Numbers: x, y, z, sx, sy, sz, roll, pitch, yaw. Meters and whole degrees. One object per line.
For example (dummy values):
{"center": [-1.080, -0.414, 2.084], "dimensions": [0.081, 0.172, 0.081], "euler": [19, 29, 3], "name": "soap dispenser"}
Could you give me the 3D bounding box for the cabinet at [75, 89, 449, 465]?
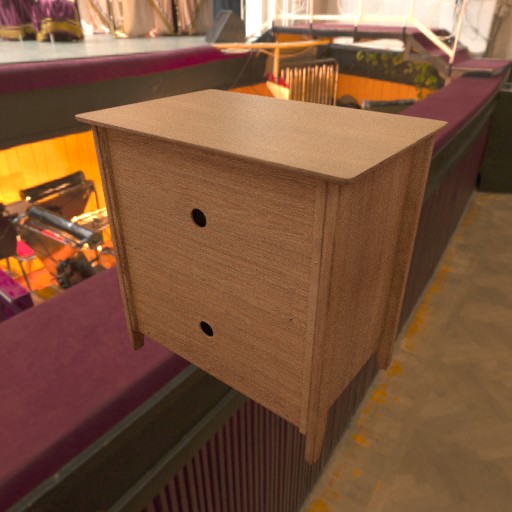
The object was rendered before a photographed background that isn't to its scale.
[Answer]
{"center": [0.000, 0.000, 1.255], "dimensions": [0.763, 0.762, 0.503], "euler": [21, 36, 32], "name": "cabinet"}
